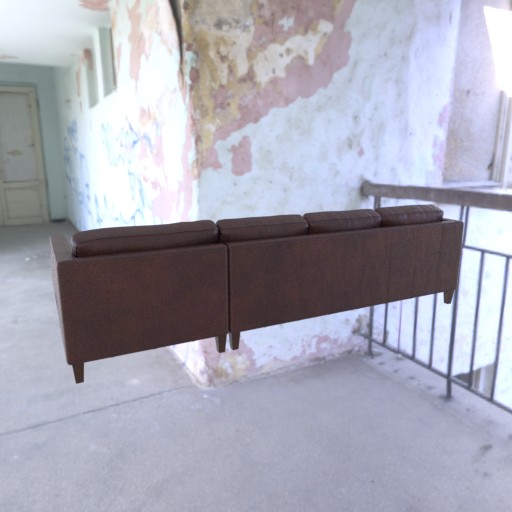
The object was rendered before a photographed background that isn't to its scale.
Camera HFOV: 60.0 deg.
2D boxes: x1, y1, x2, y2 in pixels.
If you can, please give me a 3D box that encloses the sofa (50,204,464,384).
[{"bbox_3d":[0.000,0.000,3.842,3.203,0.883,1.581,-7,15,-26],"label":"sofa"}]
